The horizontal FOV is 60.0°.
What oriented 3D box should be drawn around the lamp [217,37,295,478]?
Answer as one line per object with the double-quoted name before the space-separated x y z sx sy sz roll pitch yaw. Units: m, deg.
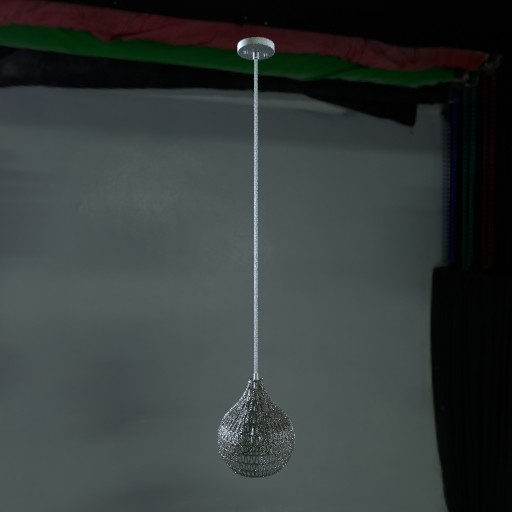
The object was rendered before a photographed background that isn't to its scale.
"lamp" 0.000 0.000 2.033 0.355 1.919 0.355 0 1 -17
